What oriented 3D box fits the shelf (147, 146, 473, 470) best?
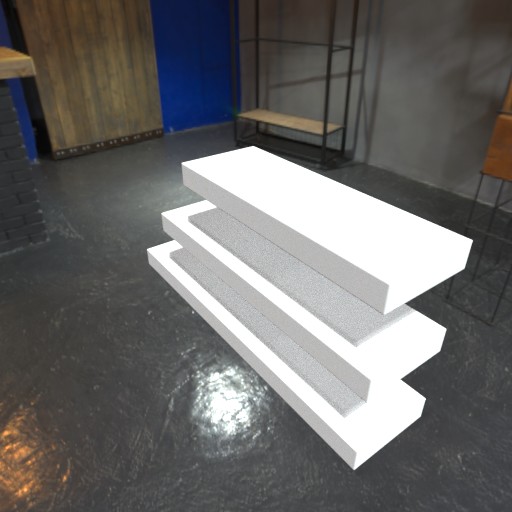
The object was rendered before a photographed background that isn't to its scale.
[{"bbox_3d":[0.000,0.000,0.734,0.140,0.293,0.610,-21,38,-30],"label":"shelf"}]
